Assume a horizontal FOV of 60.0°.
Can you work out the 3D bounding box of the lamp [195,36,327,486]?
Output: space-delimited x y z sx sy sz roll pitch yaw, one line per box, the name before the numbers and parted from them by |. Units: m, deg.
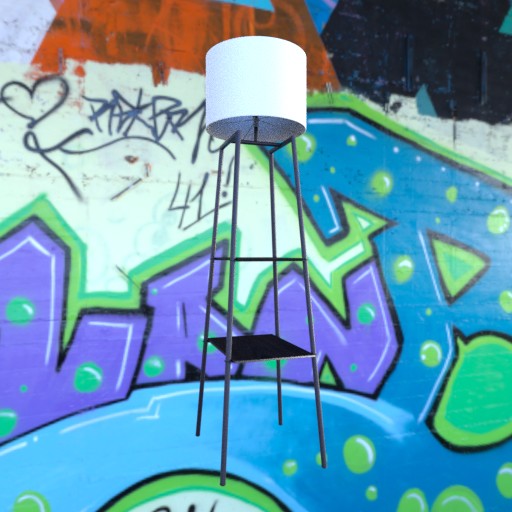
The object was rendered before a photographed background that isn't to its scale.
lamp | 0.000 0.000 1.674 0.384 1.474 0.427 0 0 -19
